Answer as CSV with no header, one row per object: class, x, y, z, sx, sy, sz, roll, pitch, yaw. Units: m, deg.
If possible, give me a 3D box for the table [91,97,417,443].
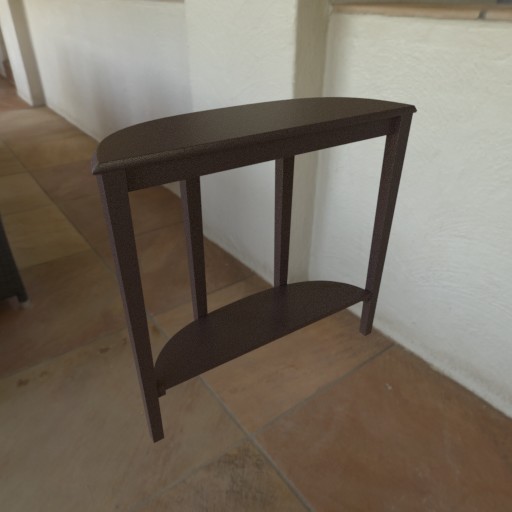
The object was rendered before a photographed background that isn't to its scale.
table,0.000,0.000,1.343,0.909,0.831,0.274,-19,36,-28
